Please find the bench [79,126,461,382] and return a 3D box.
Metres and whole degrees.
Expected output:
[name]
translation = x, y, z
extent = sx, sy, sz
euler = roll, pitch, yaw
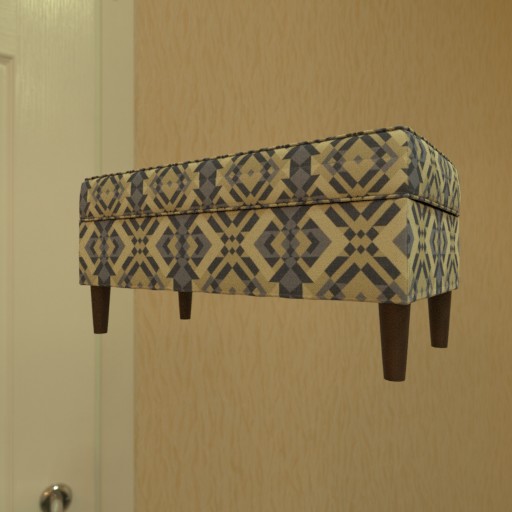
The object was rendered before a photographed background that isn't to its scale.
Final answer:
[bench]
translation = 0.000, 0.000, 1.270
extent = 1.016, 0.477, 0.492
euler = 0, 0, 35
